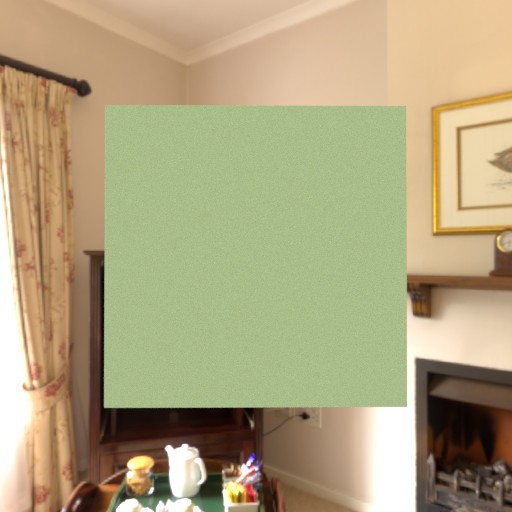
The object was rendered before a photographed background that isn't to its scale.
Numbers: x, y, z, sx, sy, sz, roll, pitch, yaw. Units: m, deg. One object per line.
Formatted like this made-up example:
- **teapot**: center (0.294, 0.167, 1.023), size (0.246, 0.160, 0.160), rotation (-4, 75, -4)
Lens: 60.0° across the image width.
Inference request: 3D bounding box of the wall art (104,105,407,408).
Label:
- **wall art**: center (0.000, 0.000, 0.902), size (0.603, 0.603, 0.036), rotation (0, -1, 0)
